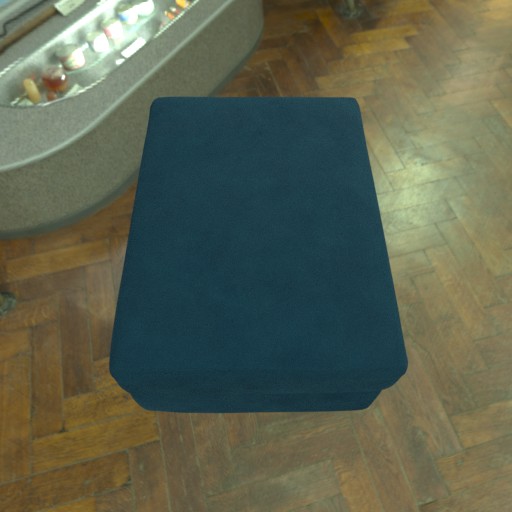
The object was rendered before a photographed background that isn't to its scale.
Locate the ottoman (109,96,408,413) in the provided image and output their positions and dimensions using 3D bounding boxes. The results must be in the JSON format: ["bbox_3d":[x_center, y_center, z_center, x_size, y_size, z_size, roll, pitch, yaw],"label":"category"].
[{"bbox_3d":[0.000,0.000,1.164,0.572,0.503,0.773,0,59,0],"label":"ottoman"}]
